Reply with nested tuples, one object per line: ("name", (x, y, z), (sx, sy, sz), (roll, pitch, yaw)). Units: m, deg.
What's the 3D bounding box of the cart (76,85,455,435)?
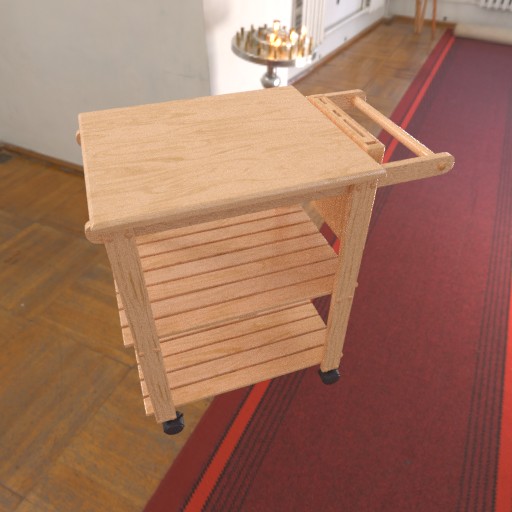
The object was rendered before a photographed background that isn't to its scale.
("cart", (0.000, 0.000, 1.342), (0.843, 0.816, 0.520), (-13, 43, -14))
